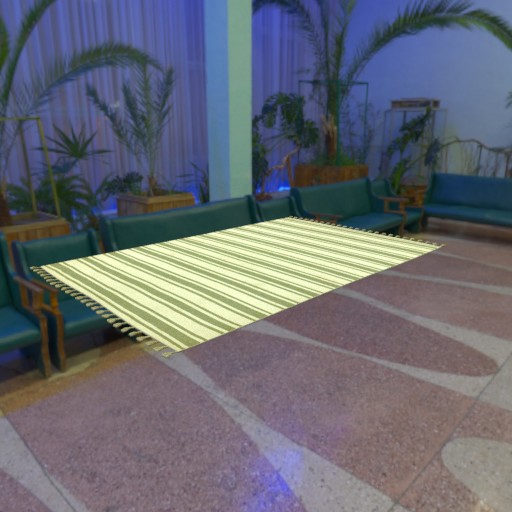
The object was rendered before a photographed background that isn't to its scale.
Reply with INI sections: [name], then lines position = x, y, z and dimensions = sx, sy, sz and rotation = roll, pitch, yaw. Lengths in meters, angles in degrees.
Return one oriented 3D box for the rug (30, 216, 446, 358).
[rug]
position = 0.000, 0.000, 3.004
dimensions = 2.435, 0.018, 1.540
rotation = -15, 22, -41
